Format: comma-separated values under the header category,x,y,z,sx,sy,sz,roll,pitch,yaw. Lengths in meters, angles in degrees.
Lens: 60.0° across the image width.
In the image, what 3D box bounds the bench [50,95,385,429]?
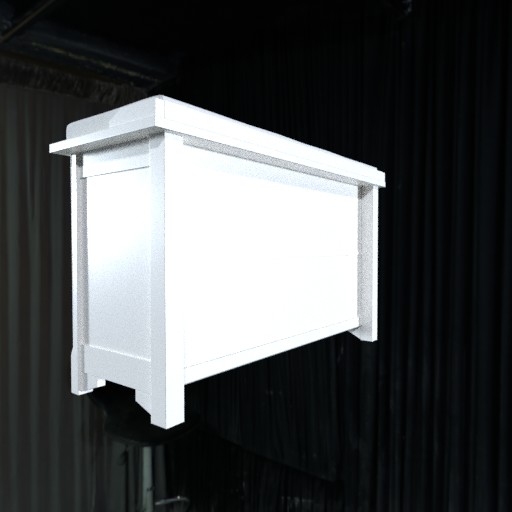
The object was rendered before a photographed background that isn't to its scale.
category,x,y,z,sx,sy,sz,roll,pitch,yaw
bench,0.000,0.000,1.234,0.346,0.589,0.987,1,2,38
